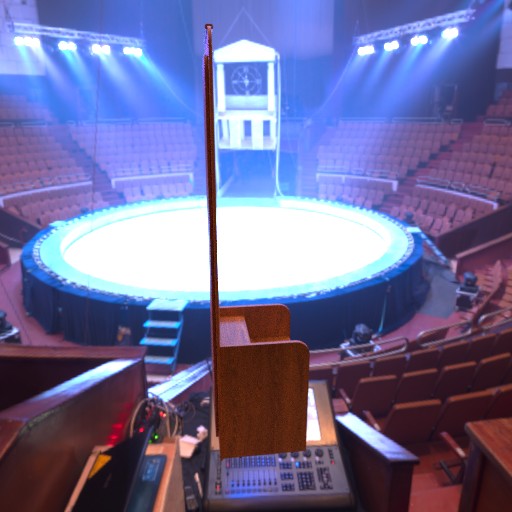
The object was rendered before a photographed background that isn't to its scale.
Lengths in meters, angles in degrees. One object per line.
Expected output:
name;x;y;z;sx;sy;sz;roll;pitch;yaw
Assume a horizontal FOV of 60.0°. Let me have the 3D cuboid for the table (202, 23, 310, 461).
table;0.000;0.000;2.010;0.420;1.830;0.450;-2;17;-7
